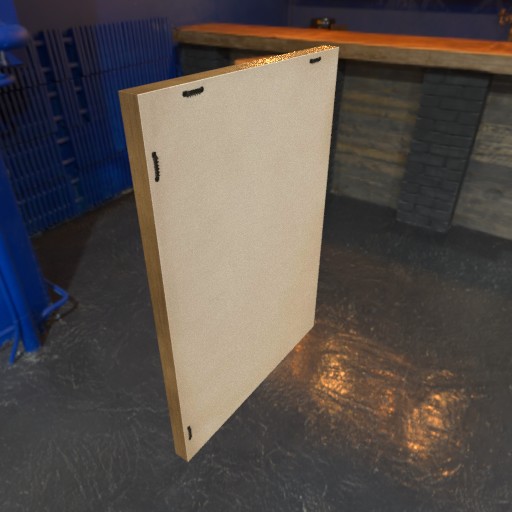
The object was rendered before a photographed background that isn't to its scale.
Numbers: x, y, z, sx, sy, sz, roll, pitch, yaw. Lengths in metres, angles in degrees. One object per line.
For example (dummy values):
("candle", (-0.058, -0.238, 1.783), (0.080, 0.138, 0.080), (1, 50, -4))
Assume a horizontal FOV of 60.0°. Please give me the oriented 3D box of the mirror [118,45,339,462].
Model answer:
("mirror", (0.000, 0.000, 0.882), (0.039, 0.711, 0.508), (21, 38, 30))
